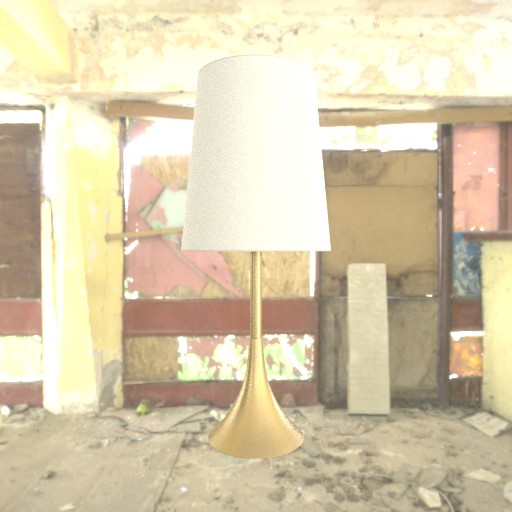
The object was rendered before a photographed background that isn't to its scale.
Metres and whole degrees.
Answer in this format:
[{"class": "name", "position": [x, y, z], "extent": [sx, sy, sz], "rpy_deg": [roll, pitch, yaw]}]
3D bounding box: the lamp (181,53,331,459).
[{"class": "lamp", "position": [0.000, 0.000, 0.694], "extent": [0.231, 0.569, 0.231], "rpy_deg": [0, 1, 0]}]
